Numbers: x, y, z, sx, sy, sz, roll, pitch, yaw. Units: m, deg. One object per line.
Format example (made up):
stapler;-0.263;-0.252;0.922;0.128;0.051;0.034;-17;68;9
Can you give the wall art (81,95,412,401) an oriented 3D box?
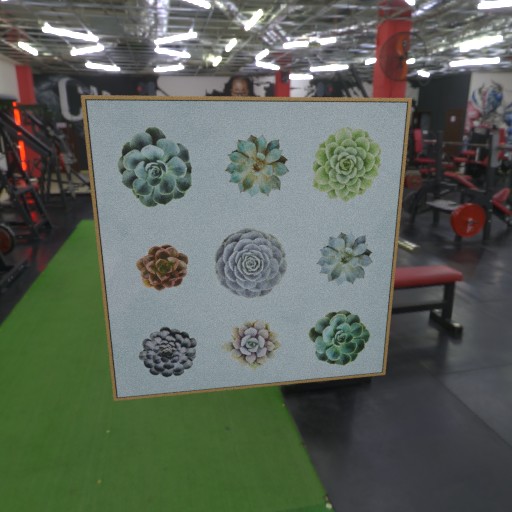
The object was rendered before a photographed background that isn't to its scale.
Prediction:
wall art;0.000;0.000;1.418;0.962;0.959;0.013;-3;17;-9
